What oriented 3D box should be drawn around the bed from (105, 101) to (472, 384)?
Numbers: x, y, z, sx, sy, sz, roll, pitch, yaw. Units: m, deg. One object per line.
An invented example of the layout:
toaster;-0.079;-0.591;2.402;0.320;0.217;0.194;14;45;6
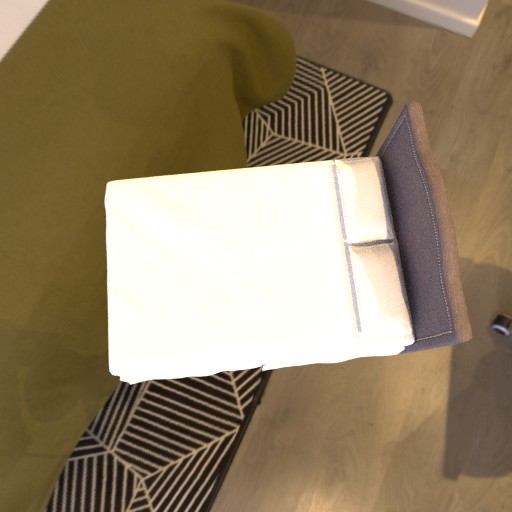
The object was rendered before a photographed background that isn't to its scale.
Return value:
bed;0.000;0.000;3.485;2.507;1.441;1.741;-6;75;-1
